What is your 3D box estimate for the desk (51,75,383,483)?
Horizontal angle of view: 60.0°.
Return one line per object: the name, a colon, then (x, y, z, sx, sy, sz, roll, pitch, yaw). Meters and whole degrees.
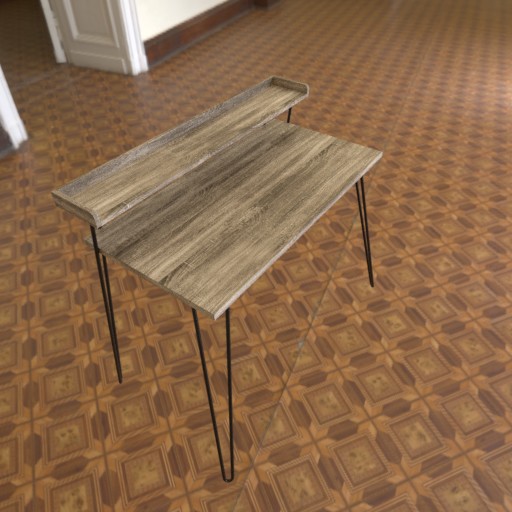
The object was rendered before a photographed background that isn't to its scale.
desk: (0.000, 0.000, 1.633, 0.605, 0.899, 1.135, 26, 48, 26)
